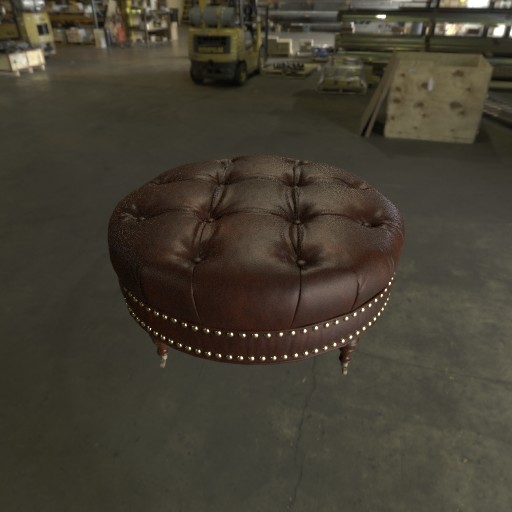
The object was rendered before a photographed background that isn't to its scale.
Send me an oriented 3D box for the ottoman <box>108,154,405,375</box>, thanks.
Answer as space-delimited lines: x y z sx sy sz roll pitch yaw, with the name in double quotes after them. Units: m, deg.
0.000 0.000 1.420 0.901 0.455 0.901 0 31 0 "ottoman"
